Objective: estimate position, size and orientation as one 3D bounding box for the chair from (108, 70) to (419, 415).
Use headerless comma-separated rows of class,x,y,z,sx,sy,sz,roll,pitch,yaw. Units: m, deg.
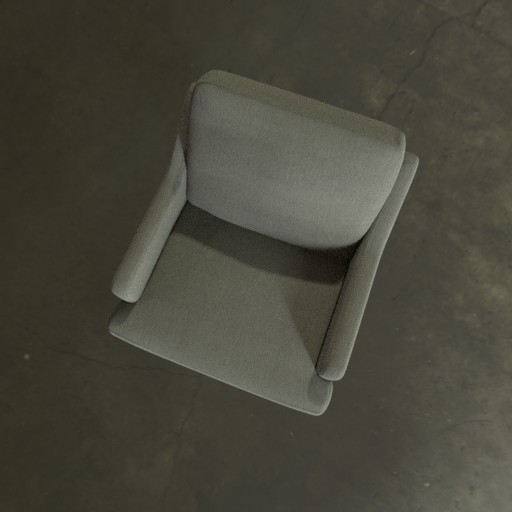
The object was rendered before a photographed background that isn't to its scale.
chair,0.000,0.000,1.584,0.826,0.821,0.892,20,75,5
